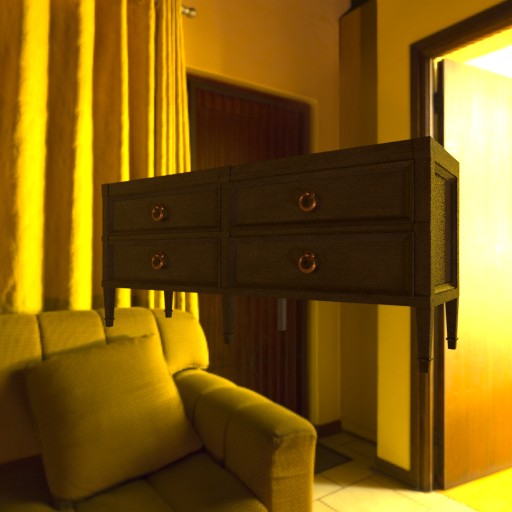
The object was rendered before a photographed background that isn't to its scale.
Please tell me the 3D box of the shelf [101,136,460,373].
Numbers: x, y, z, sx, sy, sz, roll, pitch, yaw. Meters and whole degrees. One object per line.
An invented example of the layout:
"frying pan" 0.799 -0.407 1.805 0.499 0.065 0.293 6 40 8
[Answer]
"shelf" 0.000 0.000 1.955 1.575 0.719 0.479 0 0 35
